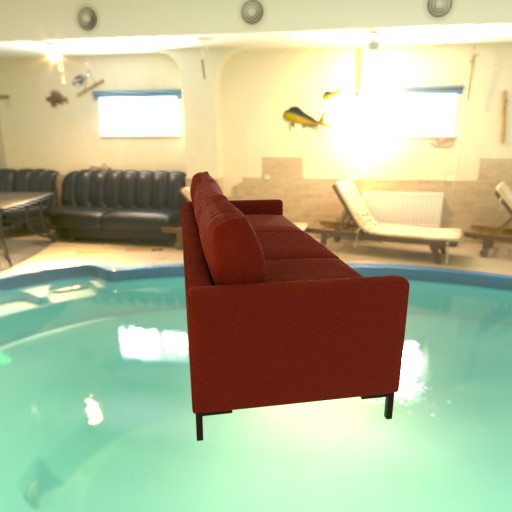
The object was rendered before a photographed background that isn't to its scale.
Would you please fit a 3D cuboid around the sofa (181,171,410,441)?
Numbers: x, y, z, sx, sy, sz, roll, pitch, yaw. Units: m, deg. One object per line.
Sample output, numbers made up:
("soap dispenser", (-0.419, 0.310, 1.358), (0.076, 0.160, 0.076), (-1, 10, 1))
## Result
("sofa", (0.000, 0.000, 2.729), (0.875, 0.879, 2.252), (-3, 16, -10))
